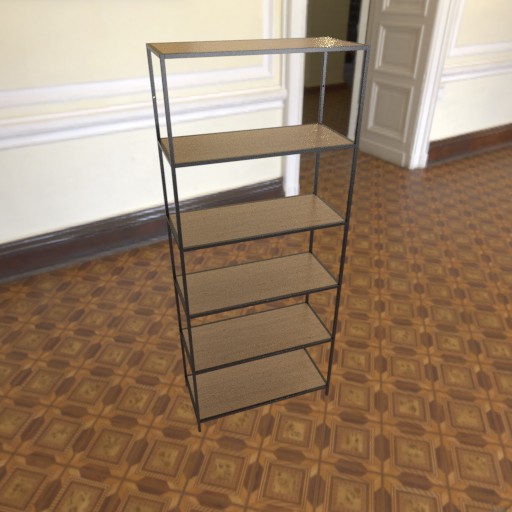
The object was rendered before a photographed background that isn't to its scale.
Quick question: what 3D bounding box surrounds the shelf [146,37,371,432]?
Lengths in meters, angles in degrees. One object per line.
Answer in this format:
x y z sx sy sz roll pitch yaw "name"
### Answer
0.000 0.000 2.136 0.770 1.850 0.350 -10 33 -16 "shelf"
